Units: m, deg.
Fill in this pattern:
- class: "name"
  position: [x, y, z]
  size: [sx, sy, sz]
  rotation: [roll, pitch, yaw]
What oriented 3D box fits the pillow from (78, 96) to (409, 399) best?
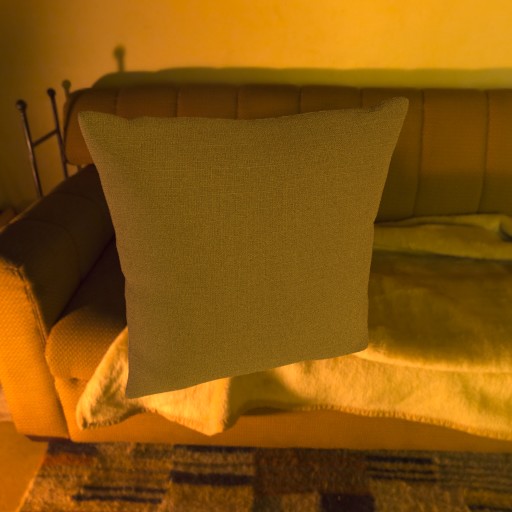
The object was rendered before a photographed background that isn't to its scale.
- class: "pillow"
  position: [0.000, 0.000, 0.652]
  size: [0.429, 0.436, 0.159]
  rotation: [-9, 29, -16]
